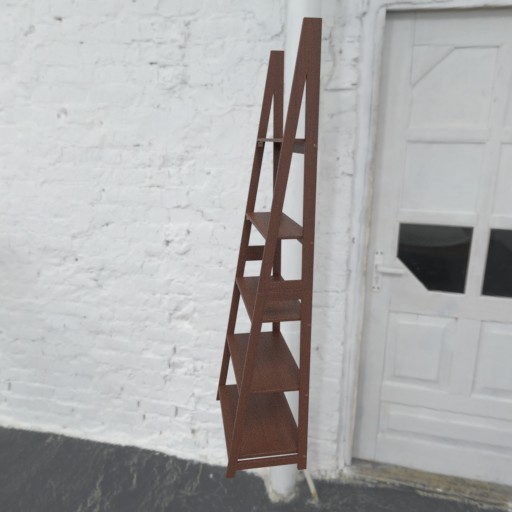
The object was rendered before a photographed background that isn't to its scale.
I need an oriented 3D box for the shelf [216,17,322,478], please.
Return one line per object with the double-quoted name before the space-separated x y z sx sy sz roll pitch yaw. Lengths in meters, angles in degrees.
"shelf" 0.000 0.000 1.949 0.350 1.770 0.600 -2 15 -9
